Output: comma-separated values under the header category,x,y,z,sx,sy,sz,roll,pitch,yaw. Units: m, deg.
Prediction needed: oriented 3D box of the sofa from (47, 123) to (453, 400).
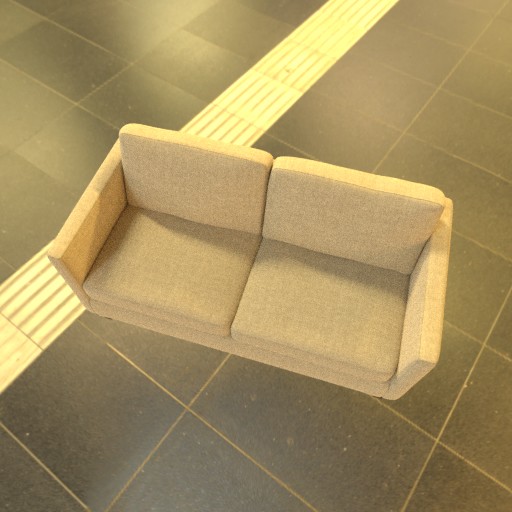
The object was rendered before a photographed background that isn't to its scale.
category,x,y,z,sx,sy,sz,roll,pitch,yaw
sofa,0.000,0.000,2.438,1.884,0.963,0.950,14,60,8
